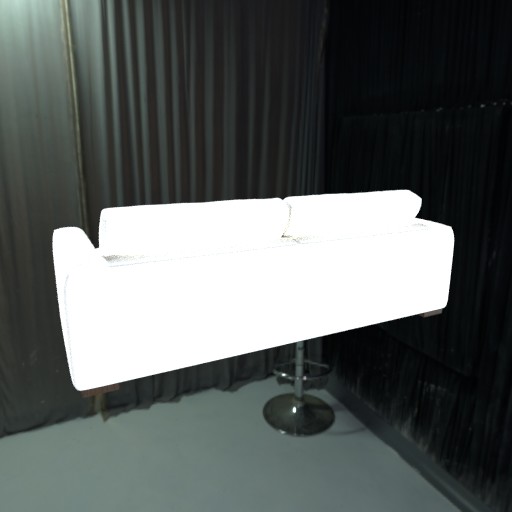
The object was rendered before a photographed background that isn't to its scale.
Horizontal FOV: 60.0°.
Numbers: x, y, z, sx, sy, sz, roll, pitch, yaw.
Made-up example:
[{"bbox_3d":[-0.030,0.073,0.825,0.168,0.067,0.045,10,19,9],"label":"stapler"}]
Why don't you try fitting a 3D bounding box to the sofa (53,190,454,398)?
[{"bbox_3d":[0.000,0.000,2.739,2.262,0.801,1.070,-7,16,-26],"label":"sofa"}]
